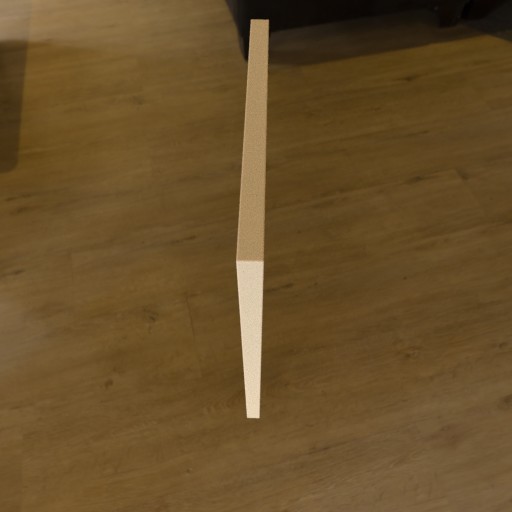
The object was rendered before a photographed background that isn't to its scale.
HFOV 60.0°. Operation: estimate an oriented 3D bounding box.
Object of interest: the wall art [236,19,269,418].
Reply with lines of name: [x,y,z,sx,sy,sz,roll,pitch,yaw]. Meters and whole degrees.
wall art: [0.000,0.000,1.164,0.038,0.914,0.610,1,57,1]
